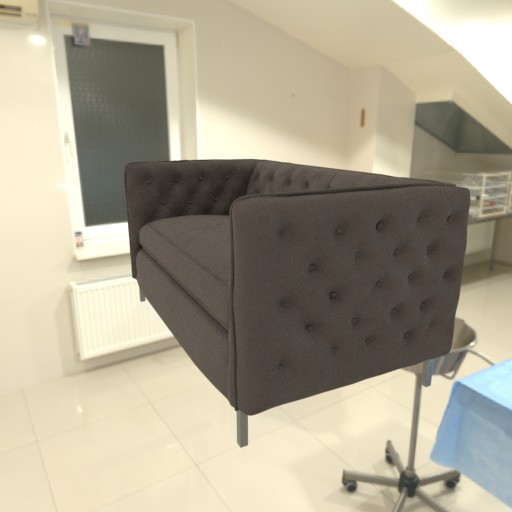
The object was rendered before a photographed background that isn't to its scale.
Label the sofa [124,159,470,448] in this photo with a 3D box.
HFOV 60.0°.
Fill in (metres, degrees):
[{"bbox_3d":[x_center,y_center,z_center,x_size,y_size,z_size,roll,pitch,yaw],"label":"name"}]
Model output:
[{"bbox_3d":[0.000,0.000,2.083,0.909,0.810,1.583,-8,18,-26],"label":"sofa"}]
